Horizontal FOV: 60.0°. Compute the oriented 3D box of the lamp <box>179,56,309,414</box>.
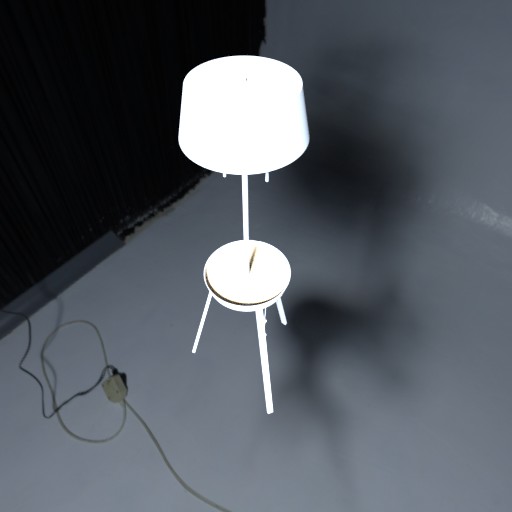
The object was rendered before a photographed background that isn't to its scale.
[{"bbox_3d":[0.000,0.000,1.675,0.508,1.429,0.468,32,55,25],"label":"lamp"}]
